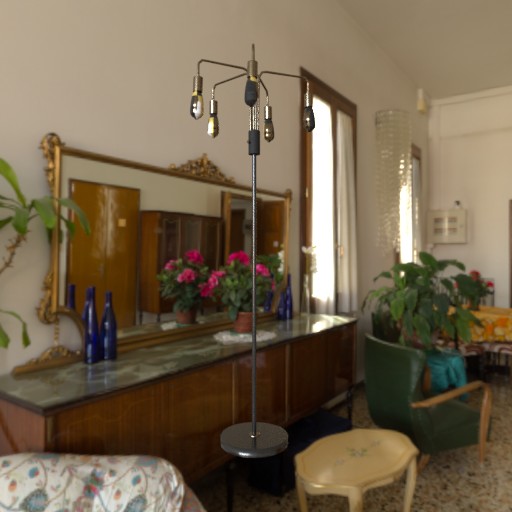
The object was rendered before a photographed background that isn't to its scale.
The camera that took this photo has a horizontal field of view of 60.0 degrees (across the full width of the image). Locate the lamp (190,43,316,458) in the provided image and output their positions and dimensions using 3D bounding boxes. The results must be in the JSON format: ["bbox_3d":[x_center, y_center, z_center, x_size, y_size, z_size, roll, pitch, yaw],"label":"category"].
[{"bbox_3d":[0.000,0.000,2.038,0.572,1.721,0.599,0,0,0],"label":"lamp"}]
